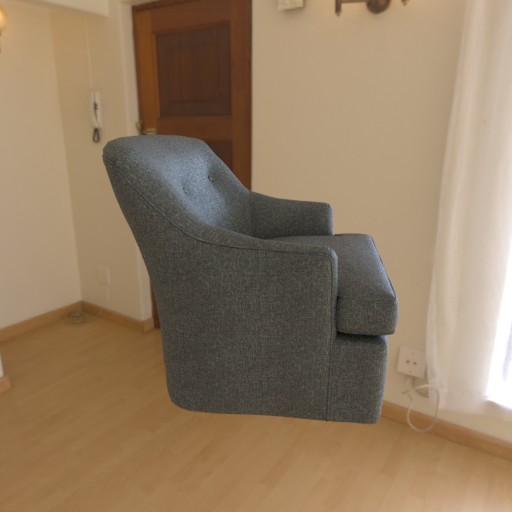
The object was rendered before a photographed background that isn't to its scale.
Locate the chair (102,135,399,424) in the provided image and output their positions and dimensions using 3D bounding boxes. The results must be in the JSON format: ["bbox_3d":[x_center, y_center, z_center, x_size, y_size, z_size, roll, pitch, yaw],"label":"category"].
[{"bbox_3d":[0.000,0.000,1.630,0.923,0.856,0.864,2,16,8],"label":"chair"}]
